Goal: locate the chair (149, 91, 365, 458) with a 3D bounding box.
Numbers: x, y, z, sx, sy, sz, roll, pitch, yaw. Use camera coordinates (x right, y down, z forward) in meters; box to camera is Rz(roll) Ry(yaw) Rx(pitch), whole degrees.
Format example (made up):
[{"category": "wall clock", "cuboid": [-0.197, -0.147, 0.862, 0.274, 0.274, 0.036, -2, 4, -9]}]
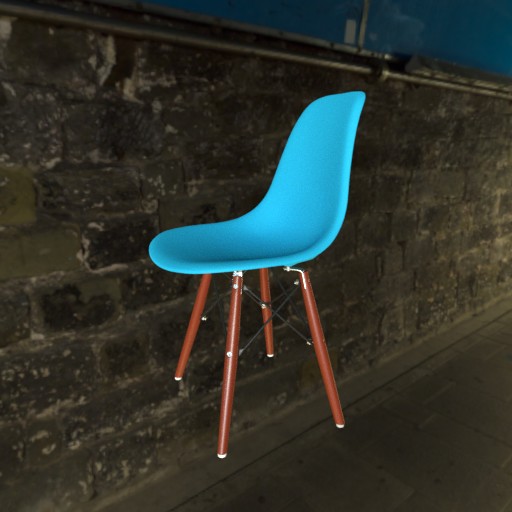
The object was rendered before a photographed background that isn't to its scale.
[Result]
[{"category": "chair", "cuboid": [0.000, 0.000, 1.161, 0.533, 0.826, 0.470, -7, 16, -24]}]
